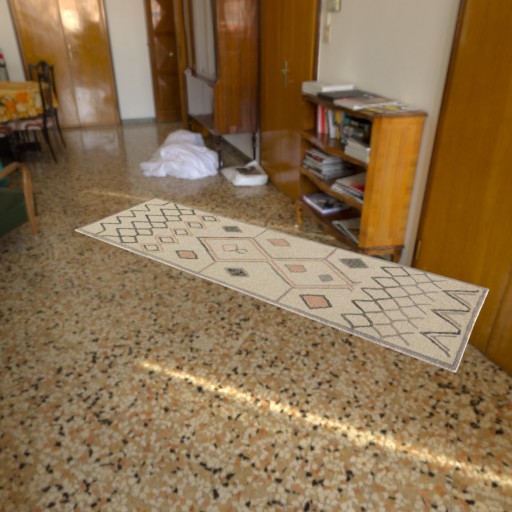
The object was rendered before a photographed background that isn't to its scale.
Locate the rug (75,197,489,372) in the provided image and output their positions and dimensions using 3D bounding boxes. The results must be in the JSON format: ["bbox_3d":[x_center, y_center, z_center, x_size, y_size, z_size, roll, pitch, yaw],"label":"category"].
[{"bbox_3d":[0.000,0.000,2.646,2.435,0.011,0.750,18,33,30],"label":"rug"}]
